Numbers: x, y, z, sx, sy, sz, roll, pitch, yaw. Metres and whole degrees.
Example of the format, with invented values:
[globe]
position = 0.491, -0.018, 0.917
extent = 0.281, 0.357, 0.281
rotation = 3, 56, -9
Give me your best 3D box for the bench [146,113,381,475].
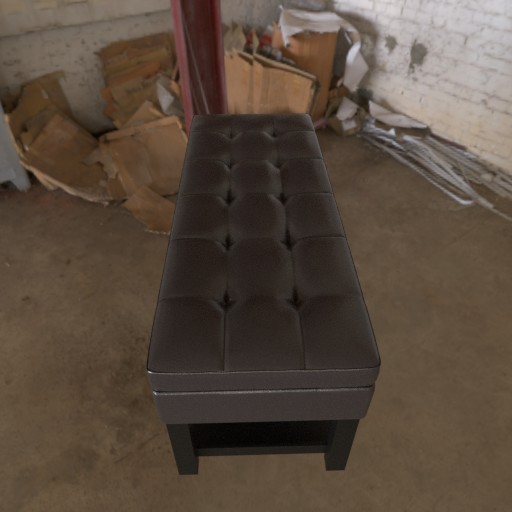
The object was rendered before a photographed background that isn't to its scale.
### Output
[bench]
position = 0.000, 0.000, 1.333
extent = 0.432, 0.460, 1.105
rotation = -1, 41, -1
